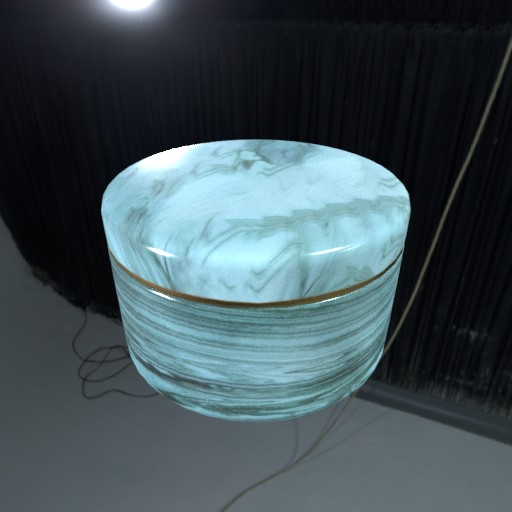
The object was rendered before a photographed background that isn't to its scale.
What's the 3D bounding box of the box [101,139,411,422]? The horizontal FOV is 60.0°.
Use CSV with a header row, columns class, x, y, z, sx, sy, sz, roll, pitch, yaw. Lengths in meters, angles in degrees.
class,x,y,z,sx,sy,sz,roll,pitch,yaw
box,0.000,0.000,0.164,0.101,0.063,0.101,0,31,0
